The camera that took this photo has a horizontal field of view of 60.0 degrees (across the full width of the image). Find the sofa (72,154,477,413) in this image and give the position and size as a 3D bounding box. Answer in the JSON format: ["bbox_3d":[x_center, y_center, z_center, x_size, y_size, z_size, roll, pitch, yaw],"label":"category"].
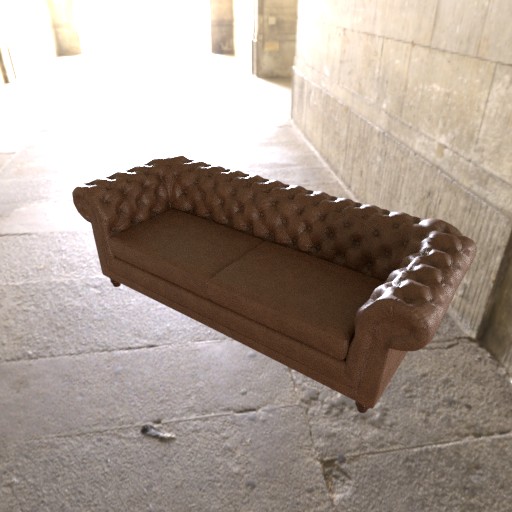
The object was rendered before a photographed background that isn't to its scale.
[{"bbox_3d":[0.000,0.000,2.817,2.385,0.783,0.944,20,36,30],"label":"sofa"}]
